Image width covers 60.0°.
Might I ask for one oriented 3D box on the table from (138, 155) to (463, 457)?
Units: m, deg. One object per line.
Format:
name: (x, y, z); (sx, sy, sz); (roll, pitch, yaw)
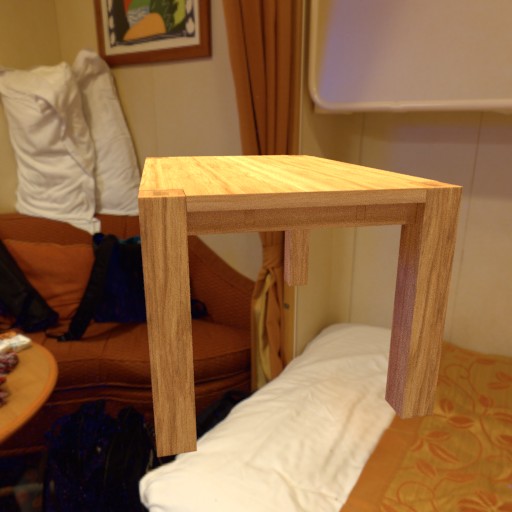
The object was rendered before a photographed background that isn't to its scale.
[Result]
table: (0.000, 0.000, 1.930); (0.900, 0.760, 1.400); (-4, 17, -12)
